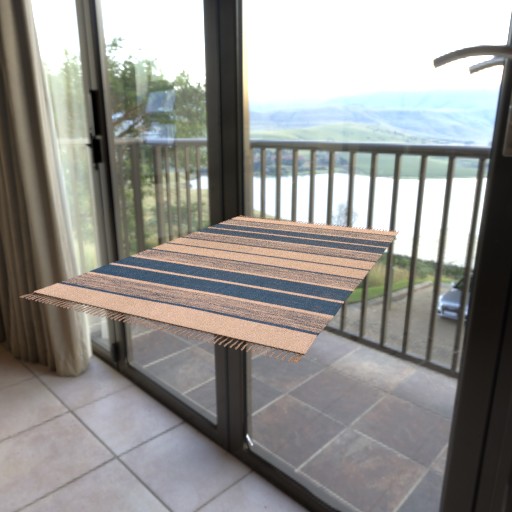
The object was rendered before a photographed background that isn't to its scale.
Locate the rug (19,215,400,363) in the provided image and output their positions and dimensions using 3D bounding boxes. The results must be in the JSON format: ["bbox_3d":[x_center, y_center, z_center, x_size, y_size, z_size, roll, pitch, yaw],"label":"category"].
[{"bbox_3d":[0.000,0.000,3.017,1.532,0.010,2.441,8,18,25],"label":"rug"}]
